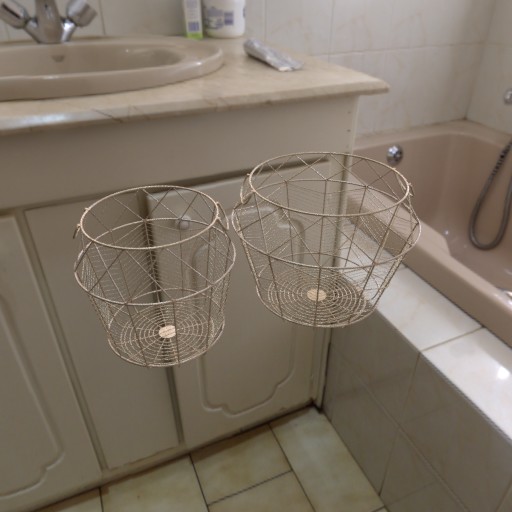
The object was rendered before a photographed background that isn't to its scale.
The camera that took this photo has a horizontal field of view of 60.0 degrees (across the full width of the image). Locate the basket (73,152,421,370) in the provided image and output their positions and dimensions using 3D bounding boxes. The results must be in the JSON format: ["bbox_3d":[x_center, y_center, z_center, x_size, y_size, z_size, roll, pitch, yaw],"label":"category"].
[{"bbox_3d":[0.000,0.000,1.066,0.805,0.343,0.451,-12,35,-17],"label":"basket"}]
